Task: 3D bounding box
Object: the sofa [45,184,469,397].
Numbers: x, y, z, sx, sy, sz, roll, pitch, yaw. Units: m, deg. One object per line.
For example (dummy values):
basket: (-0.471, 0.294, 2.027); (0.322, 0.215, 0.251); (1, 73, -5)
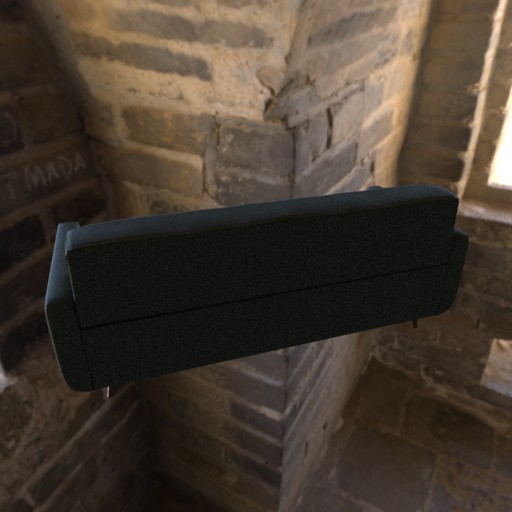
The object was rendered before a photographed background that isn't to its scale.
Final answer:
sofa: (0.000, 0.000, 2.440); (2.029, 0.841, 0.909); (-9, 29, -16)
